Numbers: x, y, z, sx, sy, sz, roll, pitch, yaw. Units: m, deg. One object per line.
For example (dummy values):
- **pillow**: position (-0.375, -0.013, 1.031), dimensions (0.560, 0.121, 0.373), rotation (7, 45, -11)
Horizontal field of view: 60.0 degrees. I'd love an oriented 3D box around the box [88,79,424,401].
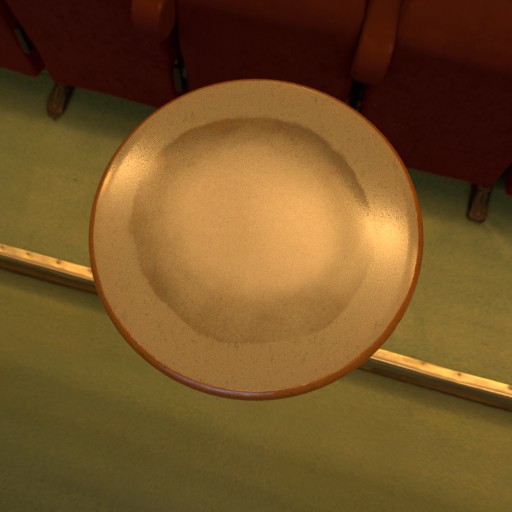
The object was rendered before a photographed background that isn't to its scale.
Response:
- **box**: position (0.000, 0.000, 0.206), dimensions (0.123, 0.100, 0.123), rotation (0, 76, 0)
